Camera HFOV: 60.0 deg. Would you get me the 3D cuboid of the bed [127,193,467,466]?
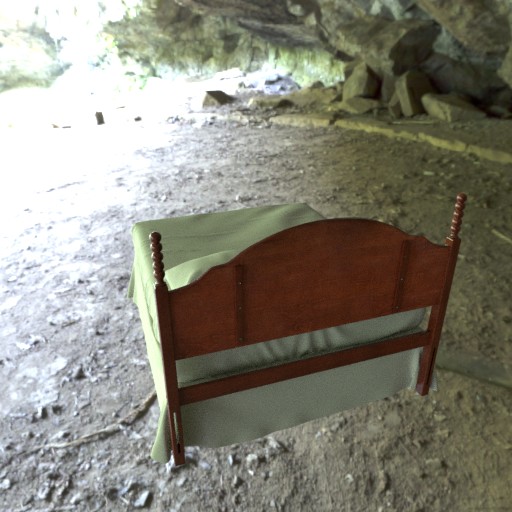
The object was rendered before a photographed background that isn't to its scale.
[{"bbox_3d":[0.000,0.000,3.211,1.873,1.356,2.040,-9,27,-17],"label":"bed"}]
